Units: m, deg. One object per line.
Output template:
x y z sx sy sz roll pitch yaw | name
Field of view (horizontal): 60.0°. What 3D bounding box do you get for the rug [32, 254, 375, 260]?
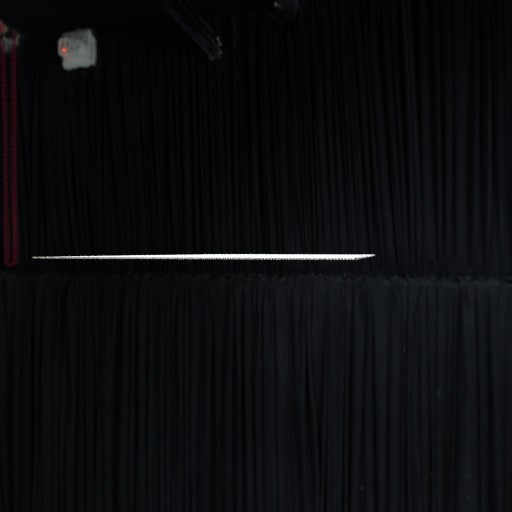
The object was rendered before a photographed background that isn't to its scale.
0.000 0.000 3.066 1.529 0.010 2.440 0 1 17 | rug
